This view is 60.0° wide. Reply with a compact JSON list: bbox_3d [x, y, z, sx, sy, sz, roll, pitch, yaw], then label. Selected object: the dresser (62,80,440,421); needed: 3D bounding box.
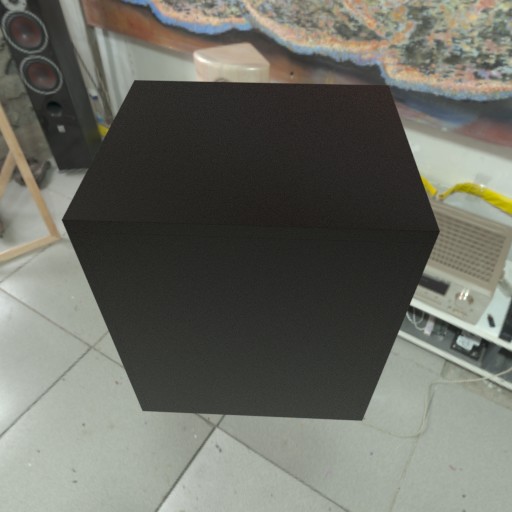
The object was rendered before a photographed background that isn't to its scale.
[{"bbox_3d":[0.000,0.000,0.762,0.400,0.470,0.360,2,46,2],"label":"dresser"}]
